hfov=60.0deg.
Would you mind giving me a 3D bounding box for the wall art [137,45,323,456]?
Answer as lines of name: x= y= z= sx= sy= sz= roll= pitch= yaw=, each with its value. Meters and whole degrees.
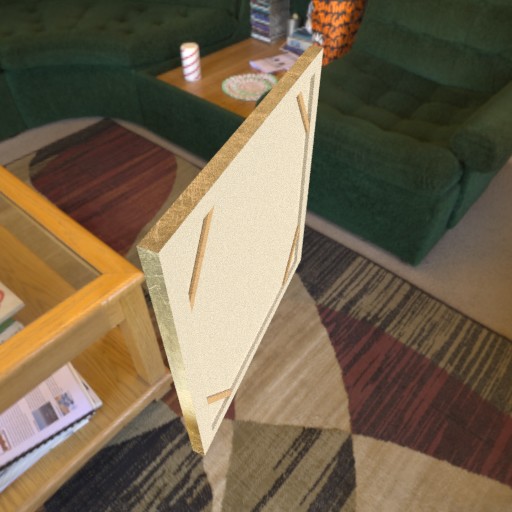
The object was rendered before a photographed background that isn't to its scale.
wall art: x=0.000 y=0.000 z=1.614 sx=0.051 sy=1.091 sz=1.092 roll=17 pitch=49 yaw=16
